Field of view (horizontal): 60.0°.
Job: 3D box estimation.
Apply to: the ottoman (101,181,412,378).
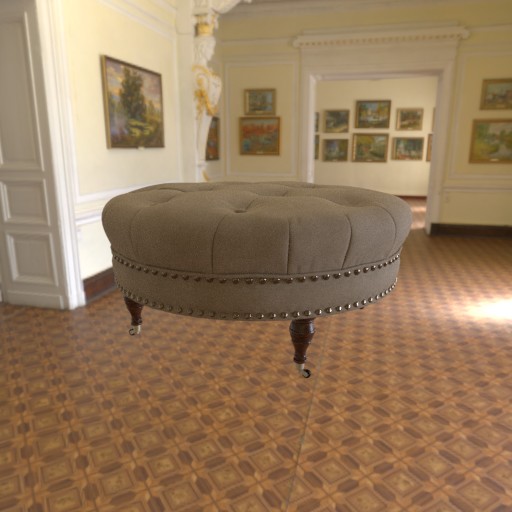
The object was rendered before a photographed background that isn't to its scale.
[{"bbox_3d":[0.000,0.000,1.383,0.901,0.439,0.901,0,14,0],"label":"ottoman"}]
